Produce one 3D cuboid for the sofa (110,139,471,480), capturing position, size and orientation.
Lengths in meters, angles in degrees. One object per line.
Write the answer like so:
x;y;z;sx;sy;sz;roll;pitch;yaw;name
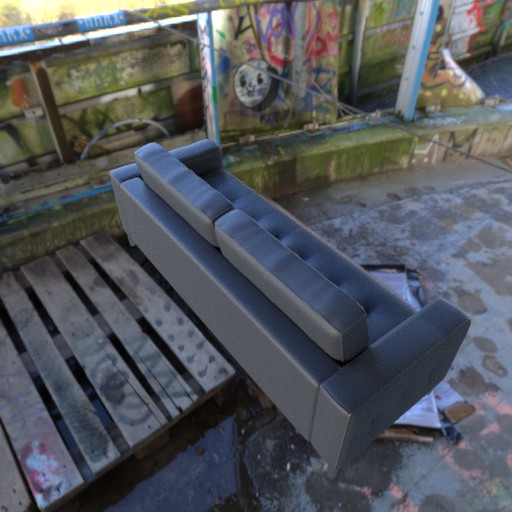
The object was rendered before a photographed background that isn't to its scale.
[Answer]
0.000;0.000;2.639;0.833;0.893;2.275;-27;48;-27;sofa
